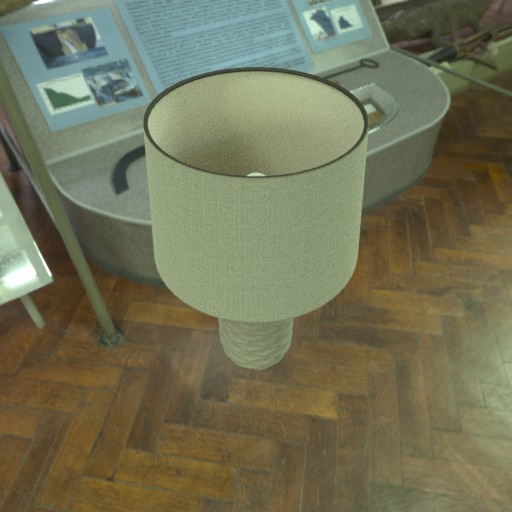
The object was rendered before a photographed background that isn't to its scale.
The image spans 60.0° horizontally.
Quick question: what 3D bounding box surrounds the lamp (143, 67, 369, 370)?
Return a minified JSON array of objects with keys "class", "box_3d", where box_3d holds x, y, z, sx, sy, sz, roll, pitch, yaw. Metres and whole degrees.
[{"class":"lamp","box_3d":[0.000,0.000,0.857,0.376,0.594,0.376,0,45,0]}]
